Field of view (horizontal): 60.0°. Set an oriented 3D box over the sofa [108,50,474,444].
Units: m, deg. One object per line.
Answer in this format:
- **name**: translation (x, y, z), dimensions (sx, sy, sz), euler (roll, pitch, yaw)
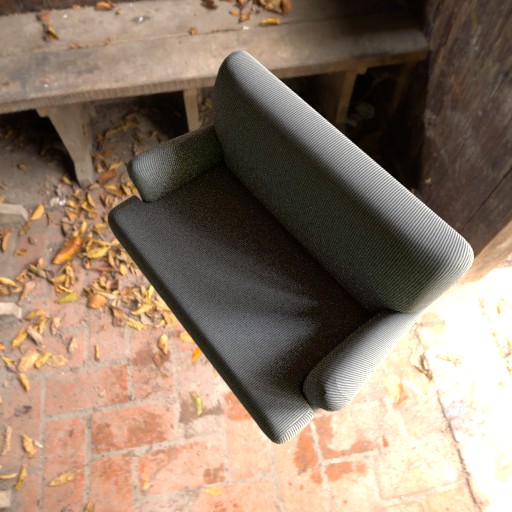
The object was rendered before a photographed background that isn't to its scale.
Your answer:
- **sofa**: translation (0.000, 0.000, 1.796), dimensions (0.779, 0.889, 1.297), euler (-36, 68, -17)
